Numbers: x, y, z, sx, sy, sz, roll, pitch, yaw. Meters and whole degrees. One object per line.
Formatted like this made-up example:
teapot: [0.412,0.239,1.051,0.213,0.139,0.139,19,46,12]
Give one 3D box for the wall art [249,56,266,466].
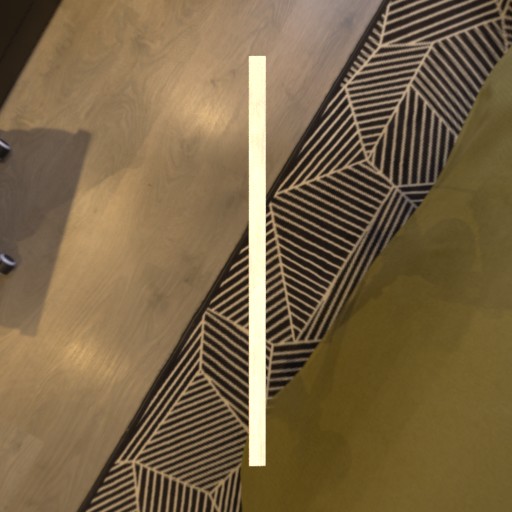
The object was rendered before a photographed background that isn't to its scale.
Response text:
wall art: [0.000,0.000,0.826,0.020,0.613,0.481,0,92,0]
